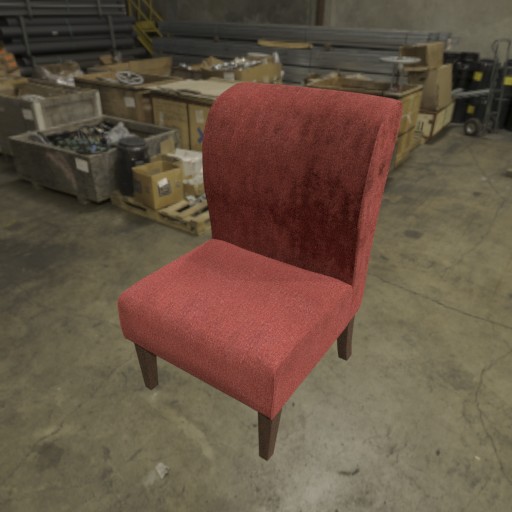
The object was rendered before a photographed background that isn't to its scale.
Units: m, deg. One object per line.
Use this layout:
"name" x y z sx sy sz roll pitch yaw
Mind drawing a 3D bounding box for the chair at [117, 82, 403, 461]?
"chair" 0.000 0.000 1.286 0.538 0.846 0.640 19 35 30
